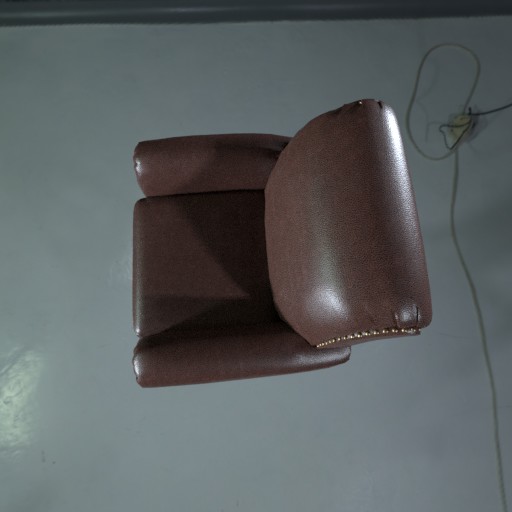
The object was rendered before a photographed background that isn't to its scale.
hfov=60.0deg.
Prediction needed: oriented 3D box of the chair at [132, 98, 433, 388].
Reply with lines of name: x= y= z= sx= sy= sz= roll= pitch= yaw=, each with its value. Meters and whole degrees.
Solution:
chair: x=0.000 y=0.000 z=1.587 sx=0.890 sy=0.927 sz=0.854 roll=-4 pitch=74 yaw=-1
